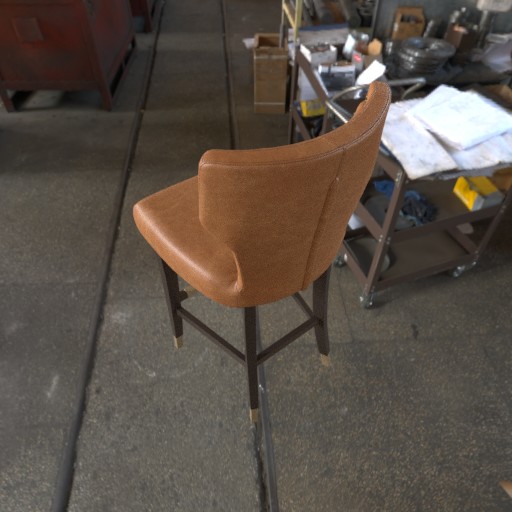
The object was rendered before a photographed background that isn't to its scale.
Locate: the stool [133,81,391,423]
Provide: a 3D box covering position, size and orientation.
[{"bbox_3d":[0.000,0.000,1.378,0.526,1.092,0.563,-29,53,-25],"label":"stool"}]
